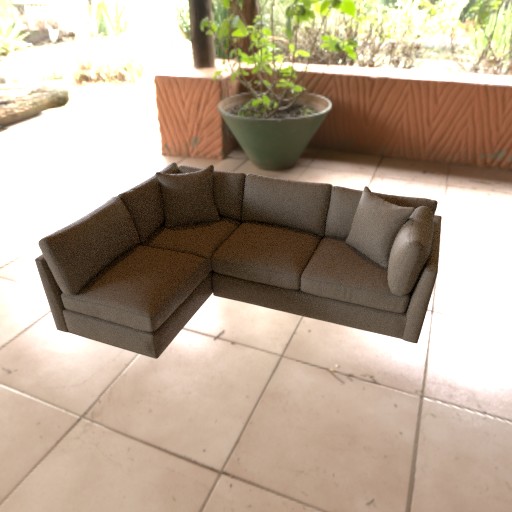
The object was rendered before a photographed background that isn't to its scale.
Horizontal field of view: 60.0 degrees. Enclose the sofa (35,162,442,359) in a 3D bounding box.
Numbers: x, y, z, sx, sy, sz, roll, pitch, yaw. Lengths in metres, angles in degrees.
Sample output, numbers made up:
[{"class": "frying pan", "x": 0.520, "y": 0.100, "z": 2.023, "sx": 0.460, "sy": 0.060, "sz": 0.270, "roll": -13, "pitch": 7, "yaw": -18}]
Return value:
[{"class": "sofa", "x": 0.000, "y": 0.000, "z": 3.825, "sx": 2.896, "sy": 0.978, "sz": 1.994, "roll": 11, "pitch": 32, "yaw": 18}]
